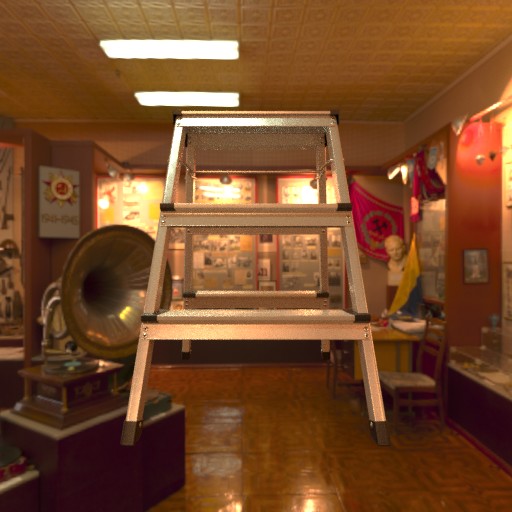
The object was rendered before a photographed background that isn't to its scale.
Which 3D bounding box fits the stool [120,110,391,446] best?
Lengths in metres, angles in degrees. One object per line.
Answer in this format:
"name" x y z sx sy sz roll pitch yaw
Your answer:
"stool" 0.000 0.000 1.016 0.437 0.605 0.622 0 0 0
